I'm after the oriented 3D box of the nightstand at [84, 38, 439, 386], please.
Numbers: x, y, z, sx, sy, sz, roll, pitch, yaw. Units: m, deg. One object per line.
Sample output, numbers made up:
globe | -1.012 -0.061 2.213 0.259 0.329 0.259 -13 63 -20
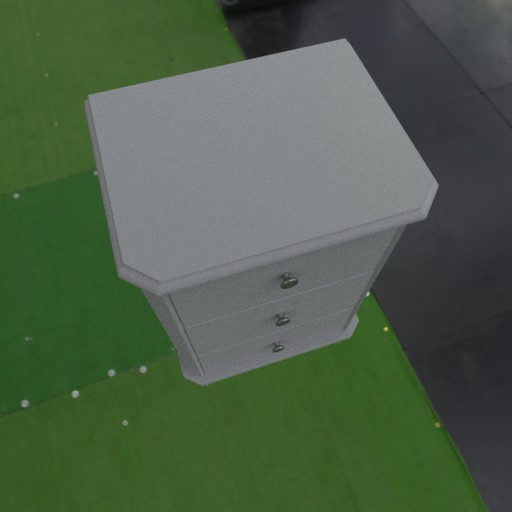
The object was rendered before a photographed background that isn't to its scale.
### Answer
nightstand | 0.000 0.000 0.933 0.450 0.680 0.350 -16 64 -8
